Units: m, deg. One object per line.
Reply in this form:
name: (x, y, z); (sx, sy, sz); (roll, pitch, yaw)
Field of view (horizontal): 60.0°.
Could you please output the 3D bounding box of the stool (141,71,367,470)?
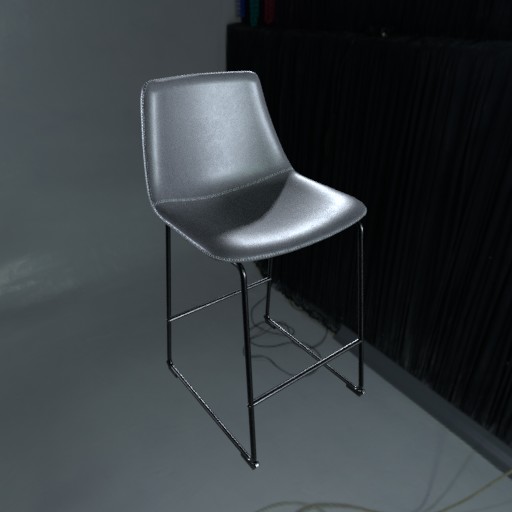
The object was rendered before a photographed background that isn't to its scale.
stool: (0.000, 0.000, 1.205); (0.470, 0.876, 0.546); (-20, 35, -32)
